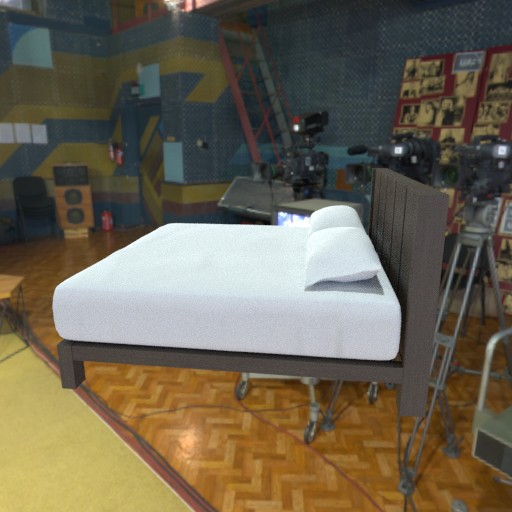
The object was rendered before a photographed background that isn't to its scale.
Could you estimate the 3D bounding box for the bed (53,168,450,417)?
[{"bbox_3d":[0.000,0.000,3.527,2.238,1.261,2.143,2,15,8],"label":"bed"}]
